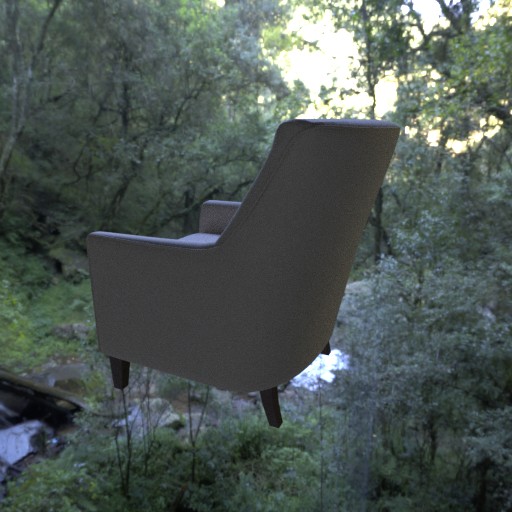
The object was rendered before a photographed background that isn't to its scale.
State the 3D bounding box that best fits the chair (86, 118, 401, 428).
[{"bbox_3d":[0.000,0.000,1.559,0.879,0.916,0.756,8,18,25],"label":"chair"}]
